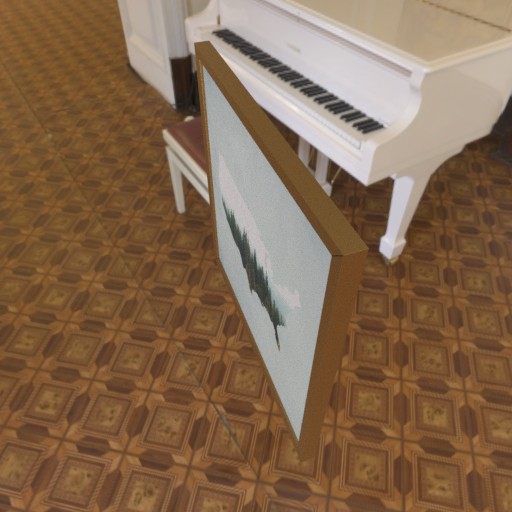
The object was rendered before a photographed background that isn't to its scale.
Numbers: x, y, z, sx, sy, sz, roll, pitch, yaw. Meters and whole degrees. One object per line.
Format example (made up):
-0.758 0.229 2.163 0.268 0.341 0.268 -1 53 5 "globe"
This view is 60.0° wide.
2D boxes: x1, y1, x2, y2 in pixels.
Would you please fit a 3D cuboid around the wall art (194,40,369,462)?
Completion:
0.000 0.000 1.106 0.038 0.762 0.762 -15 48 -14 "wall art"
